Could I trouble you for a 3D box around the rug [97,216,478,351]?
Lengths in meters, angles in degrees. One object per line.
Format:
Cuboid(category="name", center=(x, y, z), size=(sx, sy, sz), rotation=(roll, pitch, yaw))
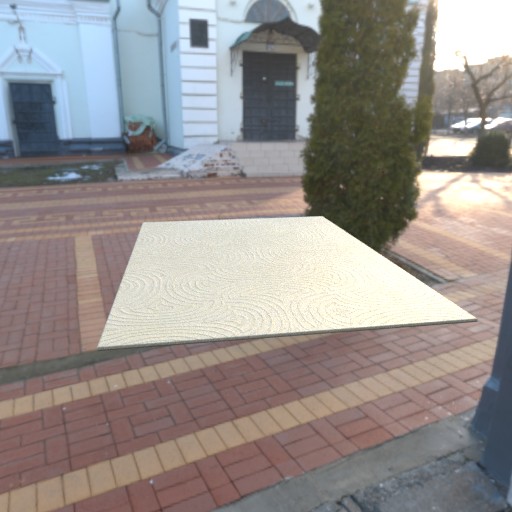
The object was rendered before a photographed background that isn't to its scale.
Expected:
Cuboid(category="rug", center=(0.000, 0.000, 2.735), size=(1.526, 0.015, 2.132), rotation=(-3, 17, -9))
